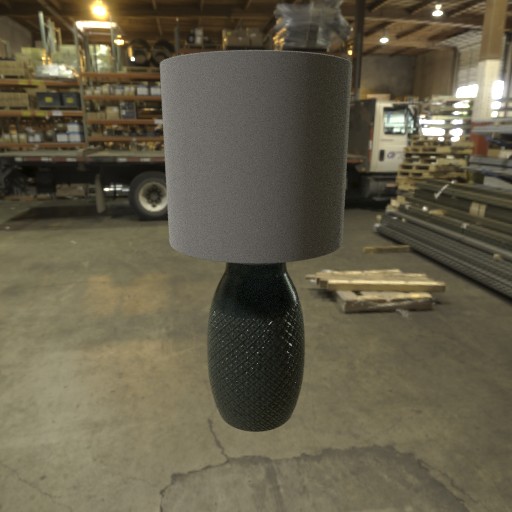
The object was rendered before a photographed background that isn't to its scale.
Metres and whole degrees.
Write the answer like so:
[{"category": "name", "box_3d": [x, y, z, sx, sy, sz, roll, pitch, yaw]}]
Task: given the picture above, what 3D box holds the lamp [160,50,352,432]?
[{"category": "lamp", "box_3d": [0.000, 0.000, 0.571, 0.217, 0.453, 0.217, -3, 16, -9]}]
